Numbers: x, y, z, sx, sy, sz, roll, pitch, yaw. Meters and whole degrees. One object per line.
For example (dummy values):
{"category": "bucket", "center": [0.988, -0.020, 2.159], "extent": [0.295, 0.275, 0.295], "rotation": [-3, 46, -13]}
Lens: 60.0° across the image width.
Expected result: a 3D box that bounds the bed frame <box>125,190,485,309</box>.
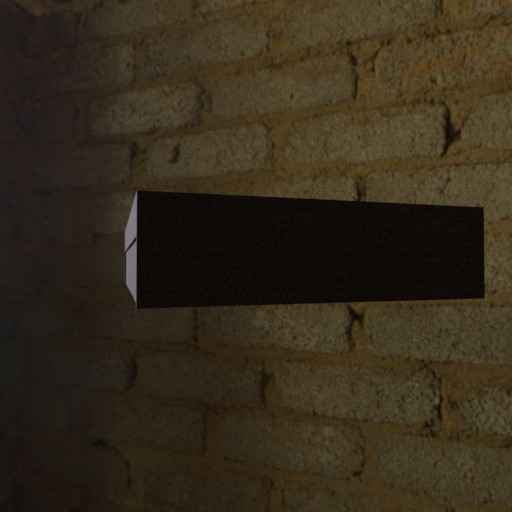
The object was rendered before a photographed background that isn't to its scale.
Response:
{"category": "bed frame", "center": [0.000, 0.000, 2.617], "extent": [1.448, 0.459, 1.944], "rotation": [0, -1, -18]}
